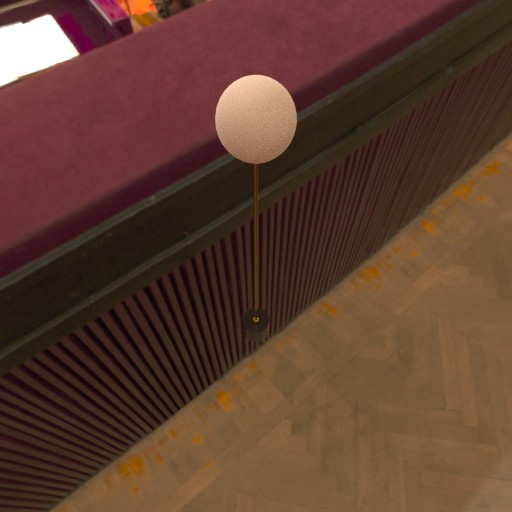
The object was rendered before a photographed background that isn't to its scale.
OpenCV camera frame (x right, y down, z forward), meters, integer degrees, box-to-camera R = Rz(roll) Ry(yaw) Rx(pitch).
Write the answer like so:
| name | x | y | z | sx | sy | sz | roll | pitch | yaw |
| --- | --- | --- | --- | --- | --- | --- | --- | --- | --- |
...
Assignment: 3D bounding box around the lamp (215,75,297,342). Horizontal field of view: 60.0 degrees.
| name | x | y | z | sx | sy | sz | roll | pitch | yaw |
| --- | --- | --- | --- | --- | --- | --- | --- | --- | --- |
| lamp | 0.000 | 0.000 | 1.898 | 0.229 | 1.748 | 0.229 | -33 | 65 | -18 |
